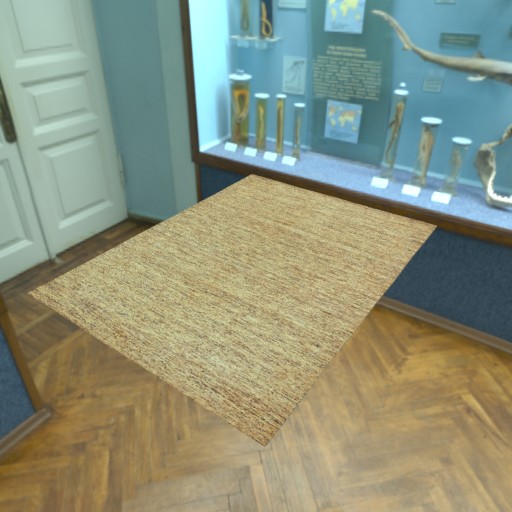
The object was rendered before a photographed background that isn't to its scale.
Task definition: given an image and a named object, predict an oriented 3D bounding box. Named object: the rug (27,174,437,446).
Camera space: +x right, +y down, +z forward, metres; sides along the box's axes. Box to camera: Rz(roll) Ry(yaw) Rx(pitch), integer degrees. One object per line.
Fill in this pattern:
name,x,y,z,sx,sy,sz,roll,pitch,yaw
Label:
rug,0.000,0.000,4.218,2.438,0.012,3.200,21,38,29
